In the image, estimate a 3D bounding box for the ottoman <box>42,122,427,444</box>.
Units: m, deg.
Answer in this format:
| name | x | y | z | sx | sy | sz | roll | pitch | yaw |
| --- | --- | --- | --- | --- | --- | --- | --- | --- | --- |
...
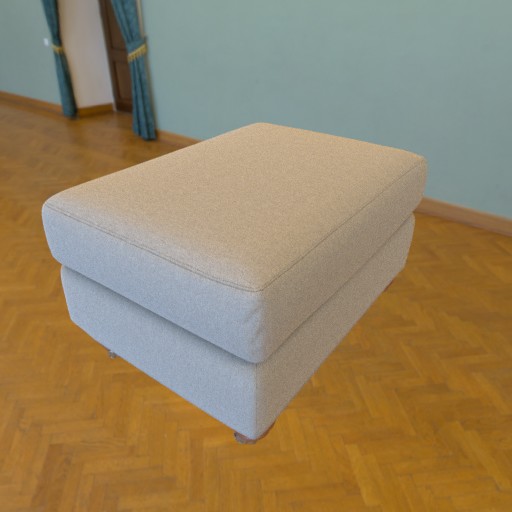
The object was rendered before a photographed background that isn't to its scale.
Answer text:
| name | x | y | z | sx | sy | sz | roll | pitch | yaw |
| --- | --- | --- | --- | --- | --- | --- | --- | --- | --- |
| ottoman | 0.000 | 0.000 | 1.112 | 0.574 | 0.497 | 0.773 | 21 | 37 | 30 |
